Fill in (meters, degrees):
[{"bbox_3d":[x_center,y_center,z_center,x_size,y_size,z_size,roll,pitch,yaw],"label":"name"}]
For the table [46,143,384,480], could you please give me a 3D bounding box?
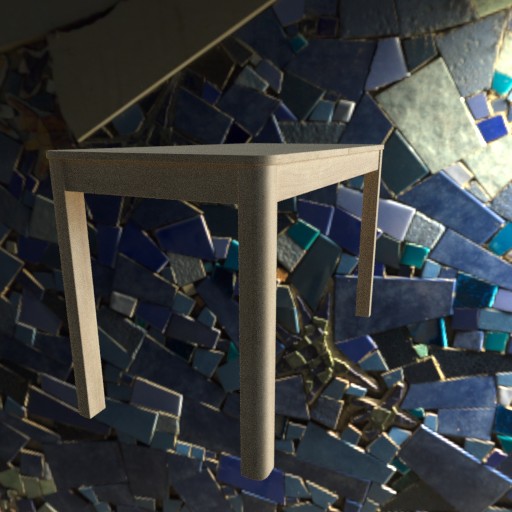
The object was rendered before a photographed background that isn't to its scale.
[{"bbox_3d":[0.000,0.000,1.882,0.750,0.900,1.400,7,17,25],"label":"table"}]
